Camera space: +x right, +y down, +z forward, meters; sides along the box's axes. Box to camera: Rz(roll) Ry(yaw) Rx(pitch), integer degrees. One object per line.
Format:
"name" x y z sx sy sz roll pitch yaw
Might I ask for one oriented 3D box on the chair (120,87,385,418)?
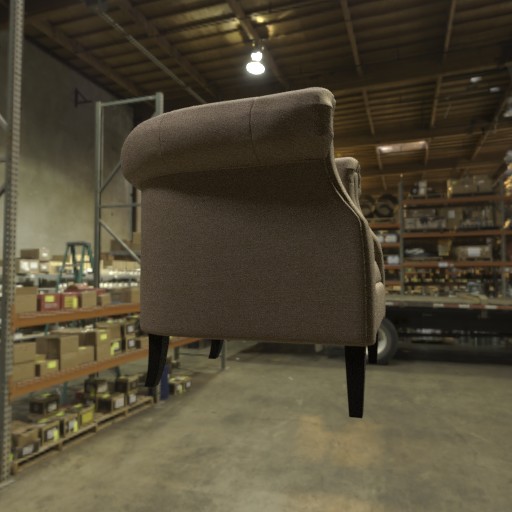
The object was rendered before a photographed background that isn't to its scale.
"chair" 0.000 0.000 1.553 0.852 0.827 0.905 -1 -3 18
